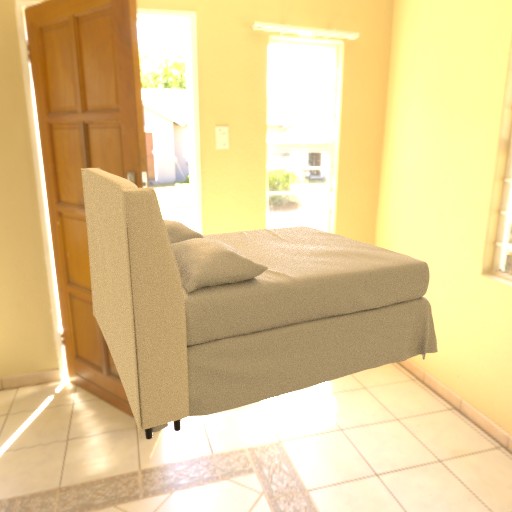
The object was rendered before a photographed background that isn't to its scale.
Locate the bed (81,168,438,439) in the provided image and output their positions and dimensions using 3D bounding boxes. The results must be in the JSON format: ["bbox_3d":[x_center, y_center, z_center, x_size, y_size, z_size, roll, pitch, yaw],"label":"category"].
[{"bbox_3d":[0.000,0.000,3.428,2.276,1.332,1.925,-7,16,-25],"label":"bed"}]
